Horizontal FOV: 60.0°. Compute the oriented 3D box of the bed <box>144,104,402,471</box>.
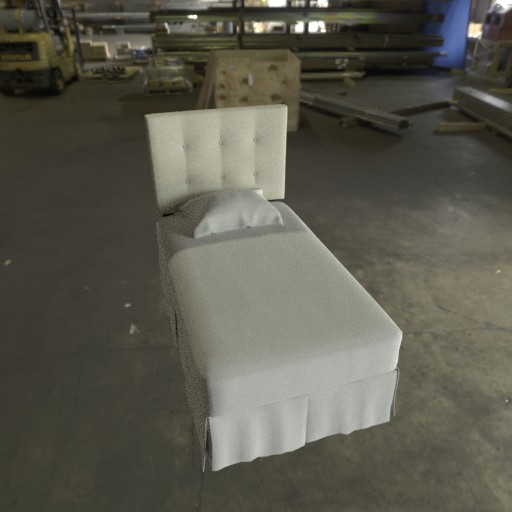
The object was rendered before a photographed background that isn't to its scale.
[{"bbox_3d":[0.000,0.000,3.077,1.261,1.571,1.997,-10,33,-15],"label":"bed"}]
